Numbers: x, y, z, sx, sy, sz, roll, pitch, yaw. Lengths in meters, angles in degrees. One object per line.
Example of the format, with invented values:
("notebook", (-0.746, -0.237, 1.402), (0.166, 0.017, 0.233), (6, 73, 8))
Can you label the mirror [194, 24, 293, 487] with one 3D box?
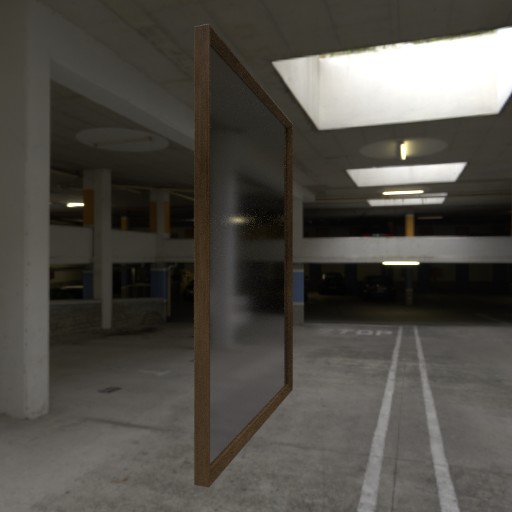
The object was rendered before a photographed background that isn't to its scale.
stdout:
("mirror", (0.000, 0.000, 1.338), (0.041, 1.016, 0.762), (0, 0, 19))
